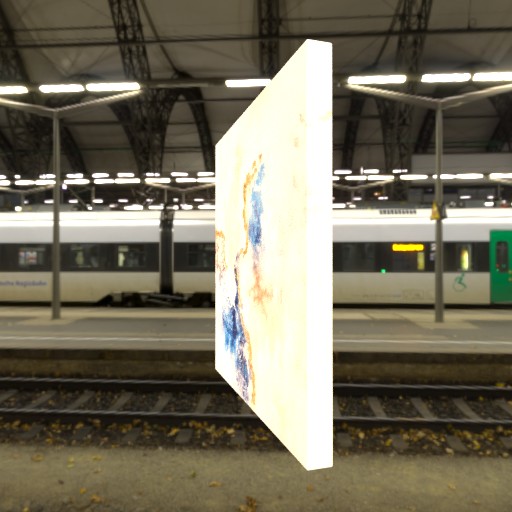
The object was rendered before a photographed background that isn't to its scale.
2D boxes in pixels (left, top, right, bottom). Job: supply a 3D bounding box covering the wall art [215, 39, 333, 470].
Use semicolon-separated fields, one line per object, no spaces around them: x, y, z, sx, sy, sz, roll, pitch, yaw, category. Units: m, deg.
0.000;0.000;1.603;0.071;1.061;1.061;0;-1;-17;wall art
